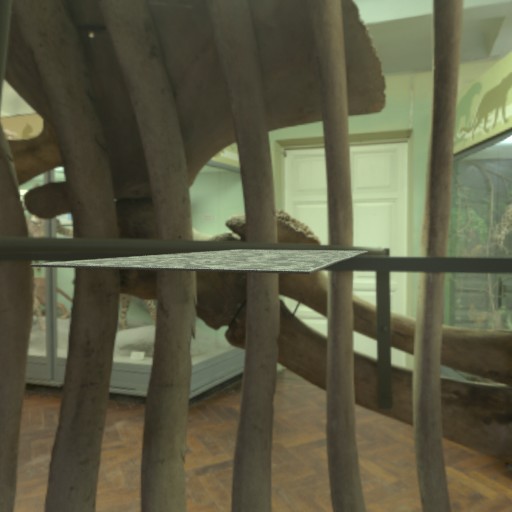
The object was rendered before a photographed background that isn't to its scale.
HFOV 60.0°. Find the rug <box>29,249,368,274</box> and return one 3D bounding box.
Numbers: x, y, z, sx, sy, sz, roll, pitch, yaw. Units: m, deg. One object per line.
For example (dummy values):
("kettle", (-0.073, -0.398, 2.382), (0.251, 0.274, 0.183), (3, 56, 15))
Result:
("rug", (0.000, 0.000, 1.417), (0.604, 0.007, 1.219), (1, 2, 19))
